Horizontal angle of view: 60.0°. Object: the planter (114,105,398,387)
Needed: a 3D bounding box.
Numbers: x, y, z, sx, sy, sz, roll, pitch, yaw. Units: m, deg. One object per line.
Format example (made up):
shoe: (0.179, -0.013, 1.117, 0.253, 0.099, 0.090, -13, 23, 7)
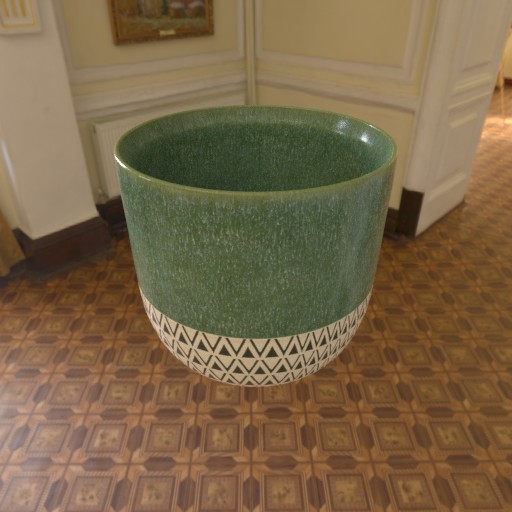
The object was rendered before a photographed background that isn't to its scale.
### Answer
planter: (0.000, 0.000, 0.499, 0.266, 0.270, 0.266, 0, 32, 0)
